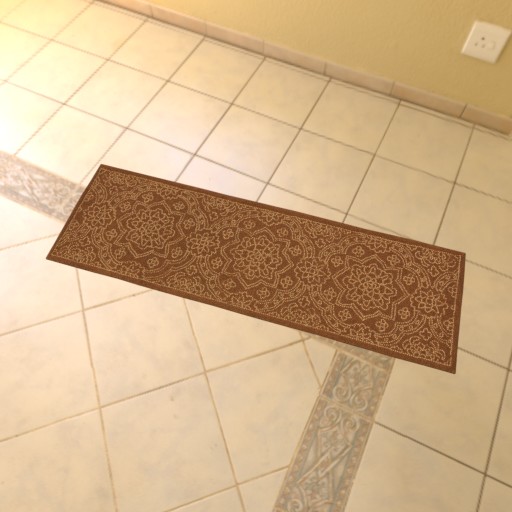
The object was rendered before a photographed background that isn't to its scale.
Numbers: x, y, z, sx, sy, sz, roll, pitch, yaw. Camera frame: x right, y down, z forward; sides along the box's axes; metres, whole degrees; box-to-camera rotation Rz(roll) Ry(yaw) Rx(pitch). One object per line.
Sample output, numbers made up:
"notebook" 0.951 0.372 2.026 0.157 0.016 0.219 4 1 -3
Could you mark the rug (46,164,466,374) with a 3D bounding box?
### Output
"rug" 0.000 0.000 2.694 2.448 0.012 0.769 15 63 8
